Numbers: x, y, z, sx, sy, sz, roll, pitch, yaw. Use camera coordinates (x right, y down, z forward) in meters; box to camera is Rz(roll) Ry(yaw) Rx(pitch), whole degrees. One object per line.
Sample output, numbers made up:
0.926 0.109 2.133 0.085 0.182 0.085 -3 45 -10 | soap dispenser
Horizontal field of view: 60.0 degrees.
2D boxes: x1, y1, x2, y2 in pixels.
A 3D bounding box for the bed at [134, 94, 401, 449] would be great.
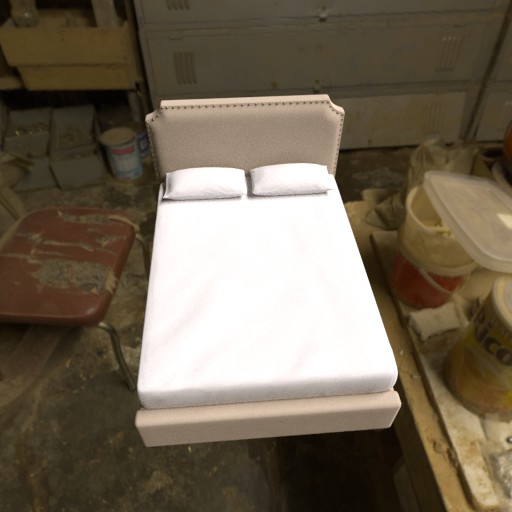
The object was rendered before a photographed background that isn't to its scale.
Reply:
0.000 0.000 3.410 1.703 1.415 2.329 -3 46 -3 | bed
